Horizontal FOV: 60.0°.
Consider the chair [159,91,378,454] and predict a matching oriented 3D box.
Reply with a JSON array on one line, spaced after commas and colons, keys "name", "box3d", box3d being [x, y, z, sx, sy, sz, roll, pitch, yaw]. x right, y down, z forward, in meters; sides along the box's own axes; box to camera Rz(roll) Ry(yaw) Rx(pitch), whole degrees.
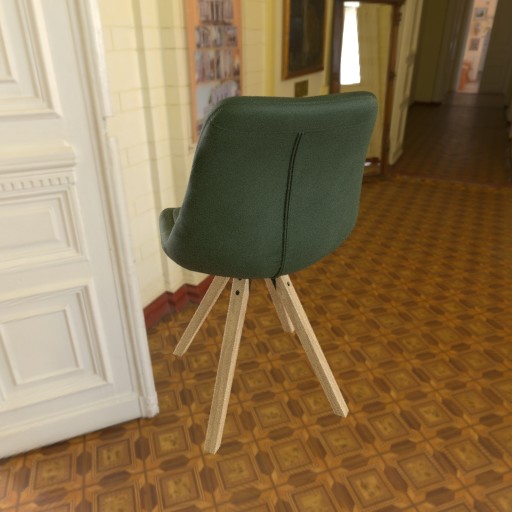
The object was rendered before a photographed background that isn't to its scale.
[{"name": "chair", "box3d": [0.000, 0.000, 1.171, 0.483, 0.865, 0.547, -9, 28, -17]}]
